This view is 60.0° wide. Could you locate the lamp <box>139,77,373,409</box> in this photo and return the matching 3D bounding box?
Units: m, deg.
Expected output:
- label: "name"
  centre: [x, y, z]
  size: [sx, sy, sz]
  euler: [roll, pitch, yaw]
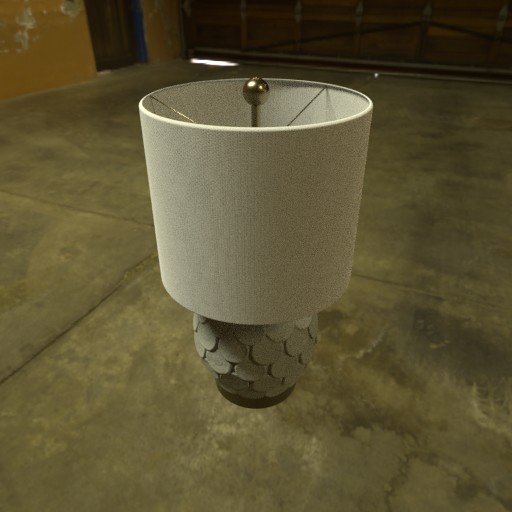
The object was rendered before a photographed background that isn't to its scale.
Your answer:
- label: "lamp"
  centre: [0.000, 0.000, 0.597]
  size: [0.254, 0.452, 0.254]
  euler: [0, 31, 0]
